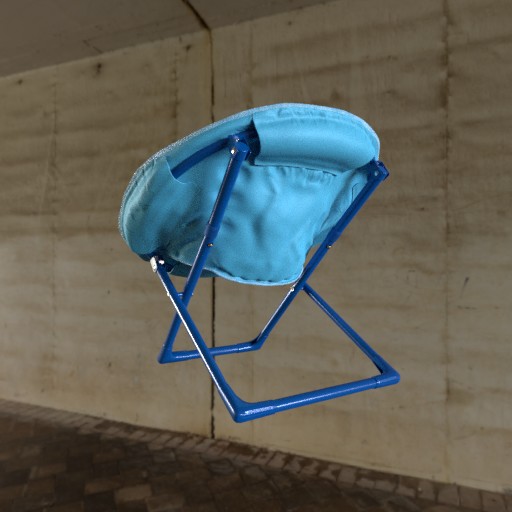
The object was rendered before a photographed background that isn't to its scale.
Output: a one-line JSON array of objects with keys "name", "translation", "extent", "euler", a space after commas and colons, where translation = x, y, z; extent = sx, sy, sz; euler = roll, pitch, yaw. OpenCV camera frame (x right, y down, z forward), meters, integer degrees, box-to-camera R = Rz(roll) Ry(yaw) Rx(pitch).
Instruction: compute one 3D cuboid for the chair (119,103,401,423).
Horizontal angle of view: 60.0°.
[{"name": "chair", "translation": [0.000, 0.000, 0.902], "extent": [0.520, 0.478, 0.465], "euler": [0, 0, -34]}]
